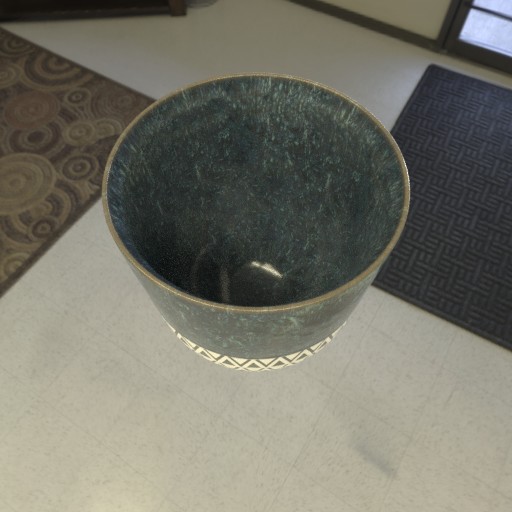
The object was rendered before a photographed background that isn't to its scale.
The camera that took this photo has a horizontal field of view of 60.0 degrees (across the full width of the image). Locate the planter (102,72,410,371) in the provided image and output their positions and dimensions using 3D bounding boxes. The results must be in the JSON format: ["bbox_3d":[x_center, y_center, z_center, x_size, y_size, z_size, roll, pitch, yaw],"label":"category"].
[{"bbox_3d":[0.000,0.000,0.375,0.195,0.214,0.195,0,60,0],"label":"planter"}]
